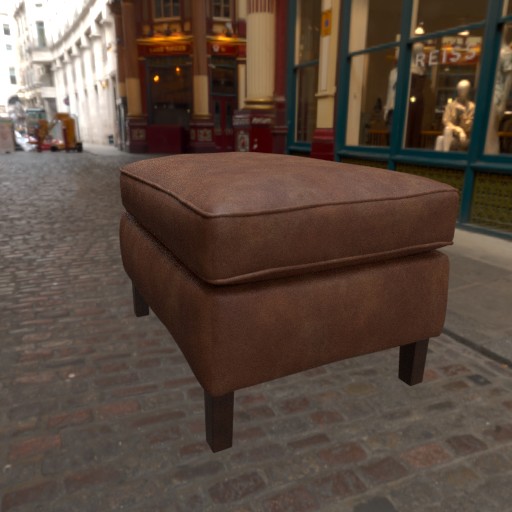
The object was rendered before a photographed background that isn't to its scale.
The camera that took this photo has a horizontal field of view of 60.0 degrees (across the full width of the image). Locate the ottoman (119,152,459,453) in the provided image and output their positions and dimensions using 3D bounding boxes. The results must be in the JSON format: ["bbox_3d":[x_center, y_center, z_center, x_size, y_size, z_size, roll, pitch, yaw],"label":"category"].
[{"bbox_3d":[0.000,0.000,0.973,0.501,0.418,0.665,-8,19,-25],"label":"ottoman"}]
